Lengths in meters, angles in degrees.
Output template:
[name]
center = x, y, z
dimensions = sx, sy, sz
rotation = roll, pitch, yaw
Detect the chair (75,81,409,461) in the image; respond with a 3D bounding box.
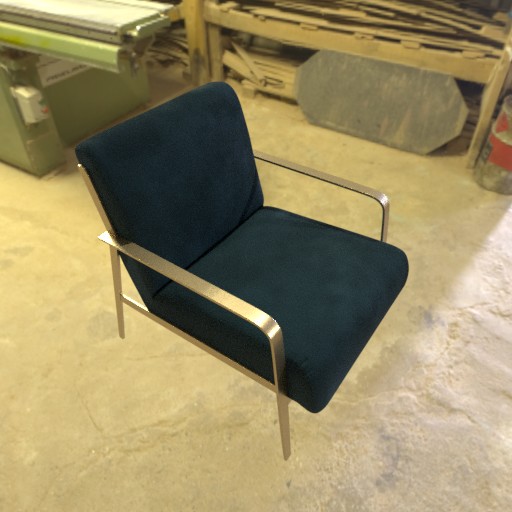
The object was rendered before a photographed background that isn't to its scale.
[chair]
center = 0.000, 0.000, 1.456
dimensions = 0.859, 0.831, 0.692
rotation = 25, 47, 26
